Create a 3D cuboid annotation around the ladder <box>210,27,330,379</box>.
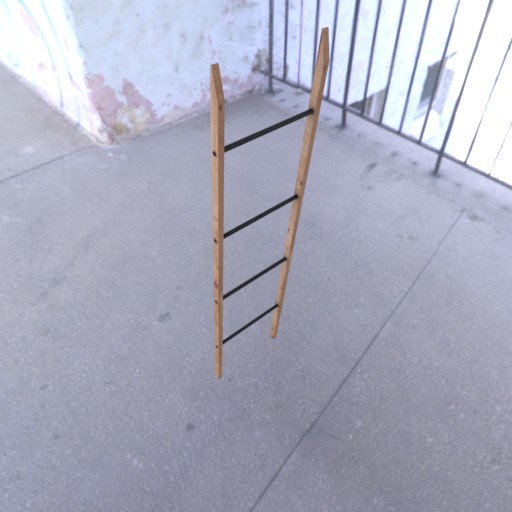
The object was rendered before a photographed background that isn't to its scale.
[{"bbox_3d":[0.000,0.000,1.923,0.442,1.805,0.200,-31,53,-27],"label":"ladder"}]
